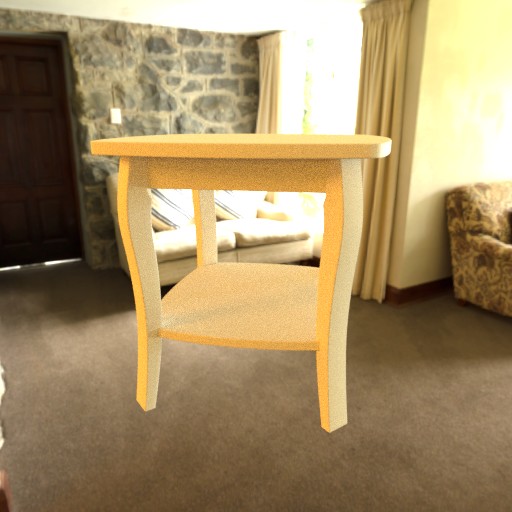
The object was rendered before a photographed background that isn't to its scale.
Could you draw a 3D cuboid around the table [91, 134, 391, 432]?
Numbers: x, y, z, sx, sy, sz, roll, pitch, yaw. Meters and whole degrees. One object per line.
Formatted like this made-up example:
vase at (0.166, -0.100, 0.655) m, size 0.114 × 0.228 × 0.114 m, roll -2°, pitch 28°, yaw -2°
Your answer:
table at (0.000, 0.000, 0.843) m, size 0.451 × 0.438 × 0.502 m, roll 3°, pitch 17°, yaw 10°
